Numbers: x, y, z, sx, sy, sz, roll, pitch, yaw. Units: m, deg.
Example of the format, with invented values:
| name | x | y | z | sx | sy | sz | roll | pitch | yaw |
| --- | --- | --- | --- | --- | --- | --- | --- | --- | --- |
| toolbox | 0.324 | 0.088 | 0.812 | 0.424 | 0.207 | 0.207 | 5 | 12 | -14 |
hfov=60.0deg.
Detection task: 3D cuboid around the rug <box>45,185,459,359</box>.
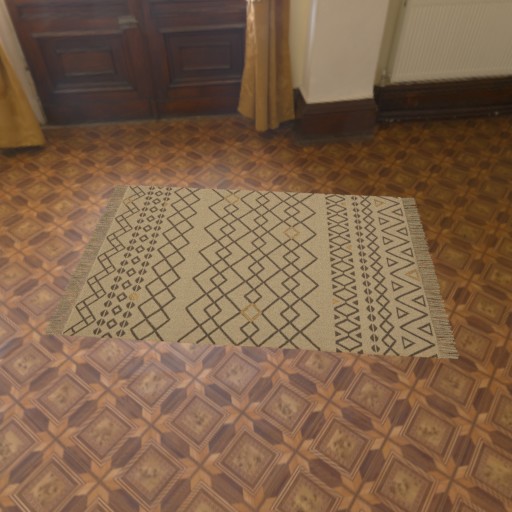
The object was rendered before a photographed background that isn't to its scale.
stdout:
| name | x | y | z | sx | sy | sz | roll | pitch | yaw |
| --- | --- | --- | --- | --- | --- | --- | --- | --- | --- |
| rug | 0.000 | 0.000 | 3.120 | 2.472 | 0.035 | 1.495 | 3 | 46 | 3 |
